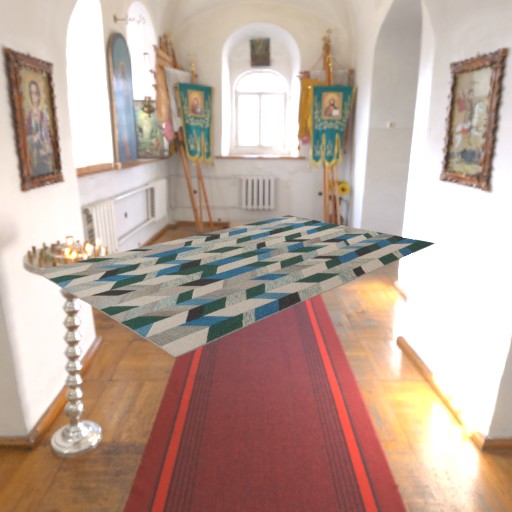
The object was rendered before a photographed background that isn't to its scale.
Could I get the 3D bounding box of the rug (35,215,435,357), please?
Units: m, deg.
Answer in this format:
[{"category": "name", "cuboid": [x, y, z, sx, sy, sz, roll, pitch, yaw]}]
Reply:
[{"category": "rug", "cuboid": [0.000, 0.000, 3.107, 1.507, 0.007, 2.433, 16, 23, 42]}]
